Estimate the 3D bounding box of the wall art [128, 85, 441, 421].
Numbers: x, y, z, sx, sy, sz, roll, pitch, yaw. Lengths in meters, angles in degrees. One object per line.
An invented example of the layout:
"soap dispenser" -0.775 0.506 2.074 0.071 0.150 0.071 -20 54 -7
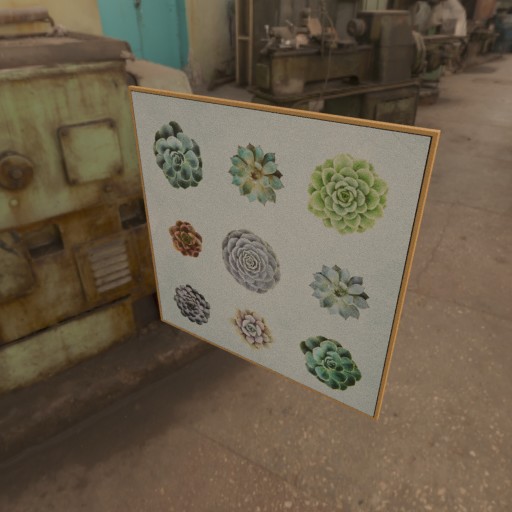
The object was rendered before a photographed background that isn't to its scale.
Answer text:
"wall art" 0.000 0.000 0.990 0.657 0.655 0.014 18 36 27
